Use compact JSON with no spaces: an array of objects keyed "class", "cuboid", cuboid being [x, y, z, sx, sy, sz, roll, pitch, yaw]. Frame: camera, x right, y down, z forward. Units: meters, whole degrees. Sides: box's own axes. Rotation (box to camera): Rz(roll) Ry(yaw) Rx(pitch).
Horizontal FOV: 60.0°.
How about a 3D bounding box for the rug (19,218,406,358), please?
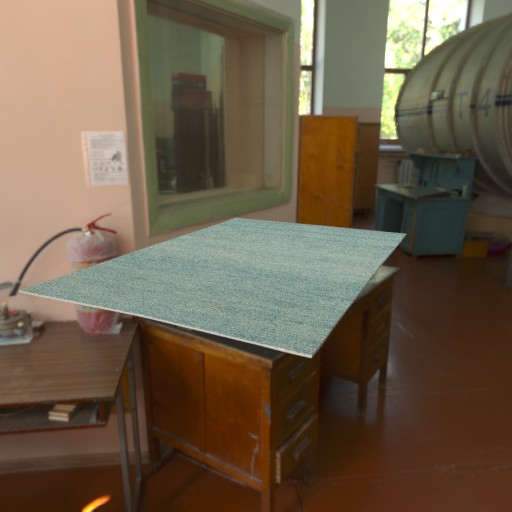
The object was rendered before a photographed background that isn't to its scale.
[{"class":"rug","cuboid":[0.000,0.000,2.941,1.593,0.029,2.305,8,17,26]}]
